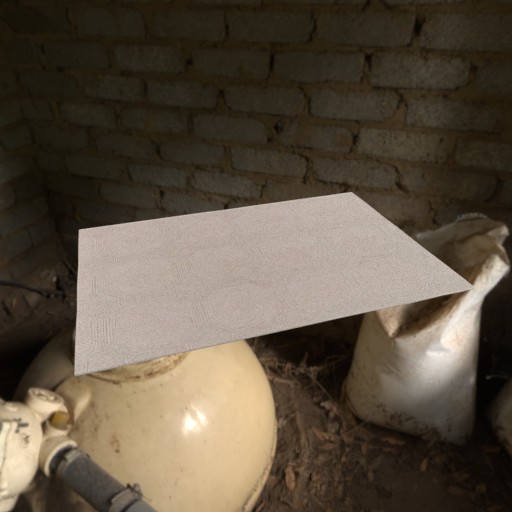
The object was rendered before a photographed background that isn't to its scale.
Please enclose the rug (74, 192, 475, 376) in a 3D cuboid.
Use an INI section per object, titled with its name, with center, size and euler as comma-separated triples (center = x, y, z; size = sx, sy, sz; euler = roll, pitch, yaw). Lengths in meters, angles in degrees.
[rug]
center = 0.000, 0.000, 2.403
size = 1.839, 0.009, 1.236
euler = -10, 33, -15
